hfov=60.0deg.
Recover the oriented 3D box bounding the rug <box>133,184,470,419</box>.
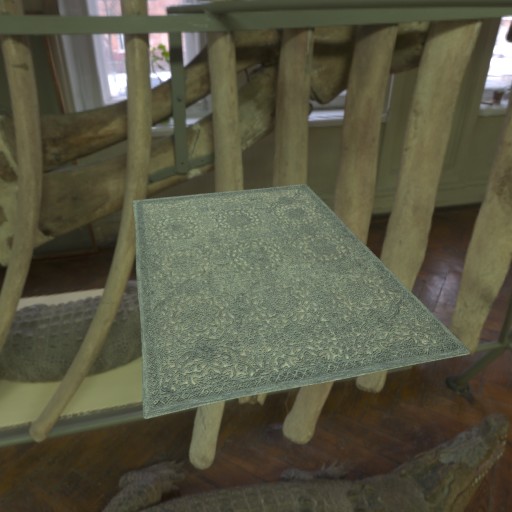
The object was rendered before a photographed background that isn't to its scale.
[{"bbox_3d":[0.000,0.000,2.319,1.224,0.016,1.830,-7,31,-13],"label":"rug"}]
